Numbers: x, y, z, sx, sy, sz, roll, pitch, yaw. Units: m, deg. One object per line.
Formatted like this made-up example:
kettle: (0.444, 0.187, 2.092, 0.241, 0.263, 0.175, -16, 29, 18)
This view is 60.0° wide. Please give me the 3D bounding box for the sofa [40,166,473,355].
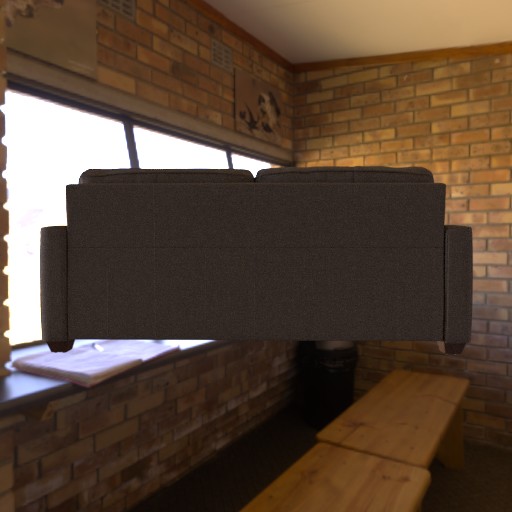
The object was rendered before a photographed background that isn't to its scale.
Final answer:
sofa: (0.000, 0.000, 2.529, 2.080, 0.919, 0.940, 0, 2, 1)
